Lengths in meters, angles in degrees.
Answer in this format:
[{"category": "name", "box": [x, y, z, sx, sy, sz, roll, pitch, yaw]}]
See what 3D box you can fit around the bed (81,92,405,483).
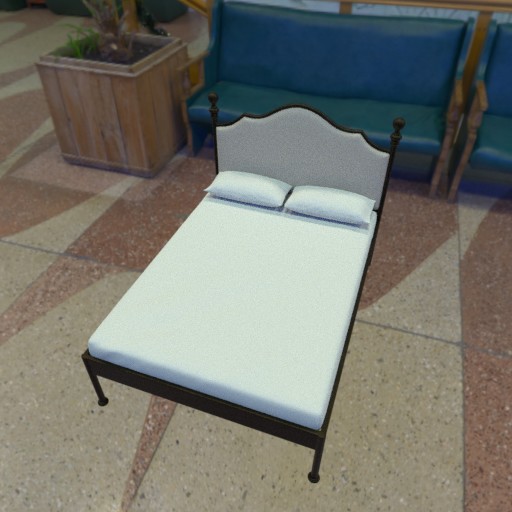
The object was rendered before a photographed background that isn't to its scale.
[{"category": "bed", "box": [0.000, 0.000, 3.269, 1.642, 1.499, 2.224, 13, 42, 15]}]
